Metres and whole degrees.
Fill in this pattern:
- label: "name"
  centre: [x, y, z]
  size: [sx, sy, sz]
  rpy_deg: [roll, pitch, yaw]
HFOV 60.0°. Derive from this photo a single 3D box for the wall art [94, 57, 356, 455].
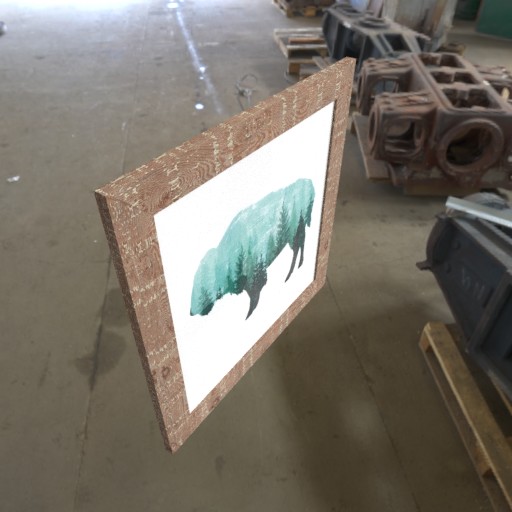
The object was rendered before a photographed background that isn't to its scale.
- label: "wall art"
  centre: [0.000, 0.000, 0.551]
  size: [0.022, 0.380, 0.380]
  rpy_deg: [26, 47, 27]
